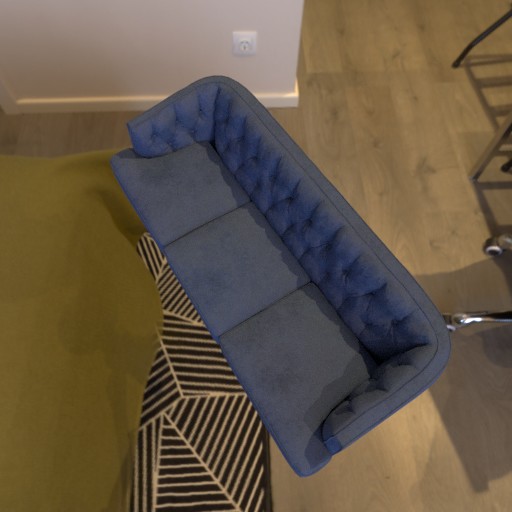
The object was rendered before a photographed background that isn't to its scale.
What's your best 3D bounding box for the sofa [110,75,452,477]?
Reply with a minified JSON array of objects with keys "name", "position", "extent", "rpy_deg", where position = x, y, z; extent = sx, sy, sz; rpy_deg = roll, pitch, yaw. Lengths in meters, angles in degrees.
[{"name":"sofa","position":[0.000,0.000,2.648],"extent":[0.941,0.855,2.278],"rpy_deg":[-29,66,-14]}]
